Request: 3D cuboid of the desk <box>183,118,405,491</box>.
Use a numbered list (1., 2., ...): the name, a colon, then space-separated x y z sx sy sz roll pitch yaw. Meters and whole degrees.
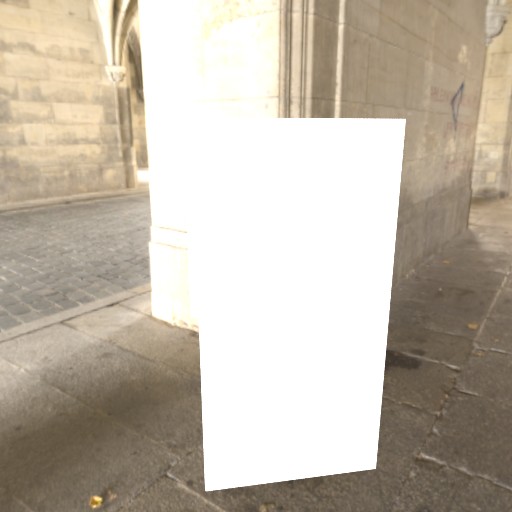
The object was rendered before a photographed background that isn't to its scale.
1. desk: 0.000 0.000 1.385 0.400 0.790 1.000 -3 16 -10
